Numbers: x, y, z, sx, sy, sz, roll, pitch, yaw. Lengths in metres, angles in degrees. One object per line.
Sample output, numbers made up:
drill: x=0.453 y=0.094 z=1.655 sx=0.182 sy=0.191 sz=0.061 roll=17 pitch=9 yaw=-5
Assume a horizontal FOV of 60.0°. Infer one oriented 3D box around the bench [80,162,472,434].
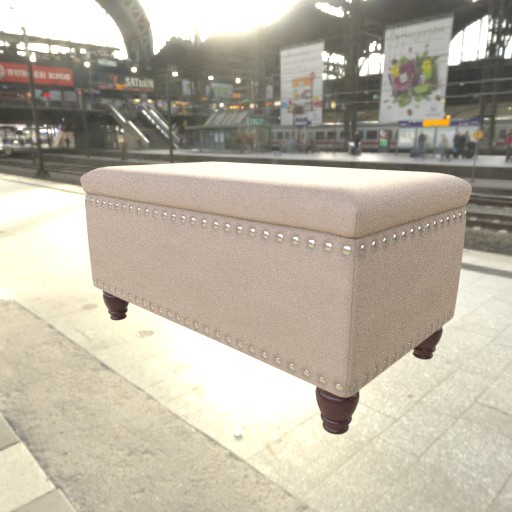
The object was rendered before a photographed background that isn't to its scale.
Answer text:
bench: x=0.000 y=0.000 z=1.169 sx=0.887 sy=0.449 sz=0.500 roll=13 pitch=20 yaw=41
